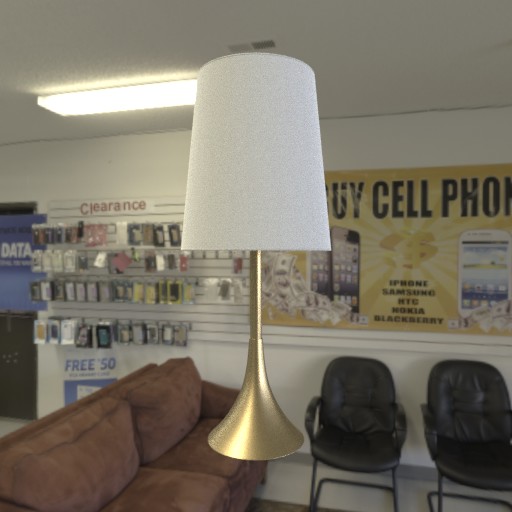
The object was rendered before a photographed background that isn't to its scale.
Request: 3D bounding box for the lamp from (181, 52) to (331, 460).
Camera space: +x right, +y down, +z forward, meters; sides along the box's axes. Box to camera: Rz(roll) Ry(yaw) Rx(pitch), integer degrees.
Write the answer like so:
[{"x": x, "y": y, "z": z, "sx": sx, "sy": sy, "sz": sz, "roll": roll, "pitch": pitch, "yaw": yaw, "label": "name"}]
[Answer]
[{"x": 0.000, "y": 0.000, "z": 0.690, "sx": 0.231, "sy": 0.569, "sz": 0.231, "roll": 0, "pitch": 1, "yaw": 0, "label": "lamp"}]
